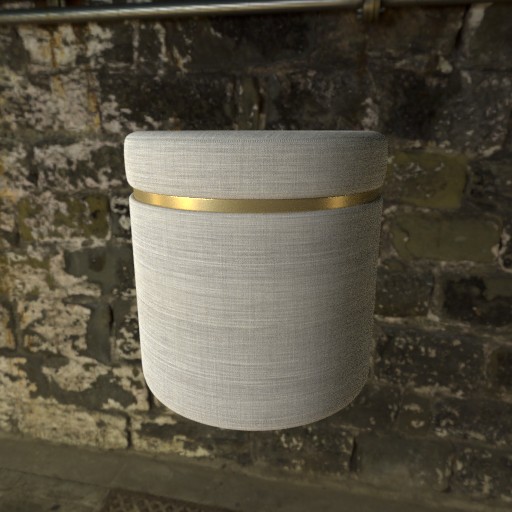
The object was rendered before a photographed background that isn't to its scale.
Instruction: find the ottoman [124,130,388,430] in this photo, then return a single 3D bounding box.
[{"bbox_3d":[0.000,0.000,0.746,0.400,0.406,0.400,0,16,0],"label":"ottoman"}]
